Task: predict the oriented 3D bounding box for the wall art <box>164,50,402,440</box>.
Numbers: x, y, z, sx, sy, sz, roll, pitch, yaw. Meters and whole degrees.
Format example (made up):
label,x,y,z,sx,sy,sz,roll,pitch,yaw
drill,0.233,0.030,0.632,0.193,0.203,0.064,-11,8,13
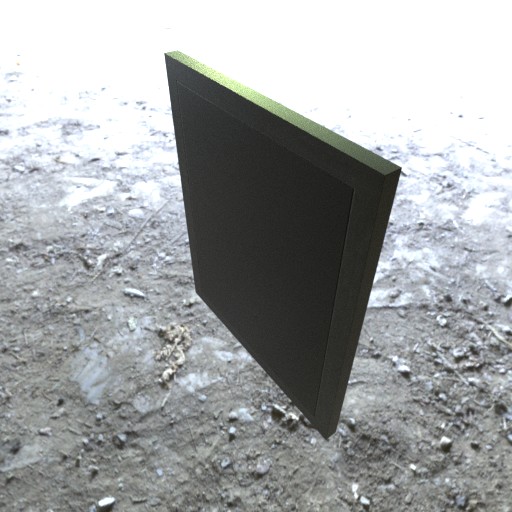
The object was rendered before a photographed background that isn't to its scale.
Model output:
label,x,y,z,sx,sy,sz,roll,pitch,yaw
wall art,0.000,0.000,0.796,0.027,0.580,0.479,-26,48,-26
